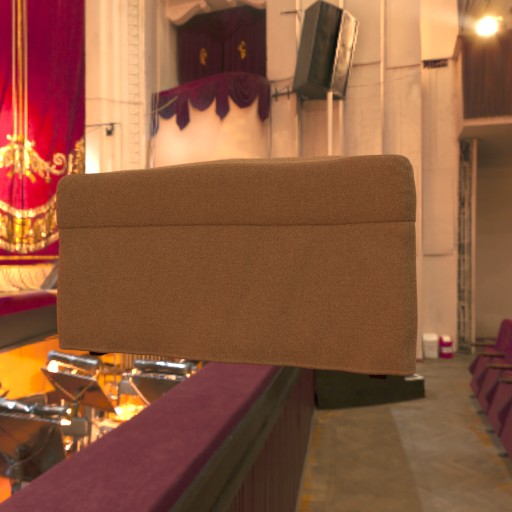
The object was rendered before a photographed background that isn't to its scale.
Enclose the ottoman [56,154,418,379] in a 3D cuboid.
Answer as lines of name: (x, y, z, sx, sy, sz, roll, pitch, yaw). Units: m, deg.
ottoman: (0.000, 0.000, 1.246, 0.833, 0.485, 0.650, 0, 0, 18)
